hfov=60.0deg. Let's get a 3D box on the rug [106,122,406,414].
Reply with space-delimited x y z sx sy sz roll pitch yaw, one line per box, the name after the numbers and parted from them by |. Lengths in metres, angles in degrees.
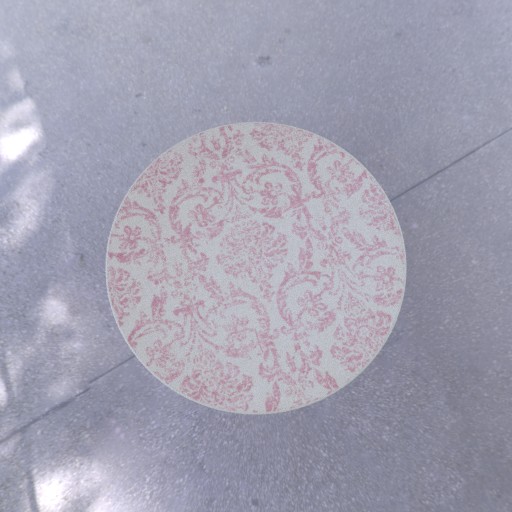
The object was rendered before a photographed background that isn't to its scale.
0.000 0.000 2.356 1.593 0.012 1.593 0 76 0 | rug
